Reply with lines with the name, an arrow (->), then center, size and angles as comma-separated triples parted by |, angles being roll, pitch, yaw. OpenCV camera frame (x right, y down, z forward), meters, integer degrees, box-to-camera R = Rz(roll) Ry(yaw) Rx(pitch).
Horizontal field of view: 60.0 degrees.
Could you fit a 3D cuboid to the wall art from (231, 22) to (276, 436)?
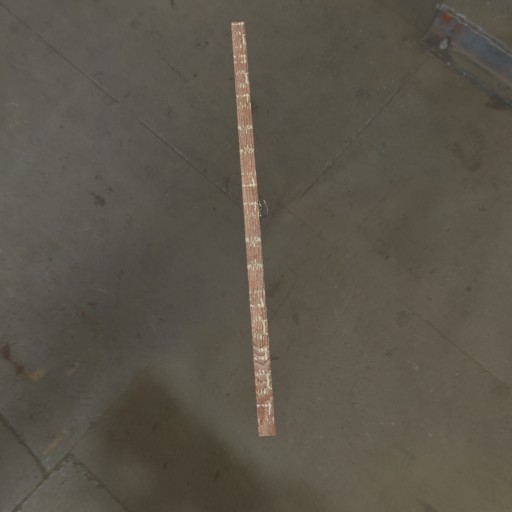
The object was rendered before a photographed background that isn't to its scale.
wall art -> 0.000, 0.000, 0.573 | 0.022, 0.380, 0.380 | -4, 76, -1
